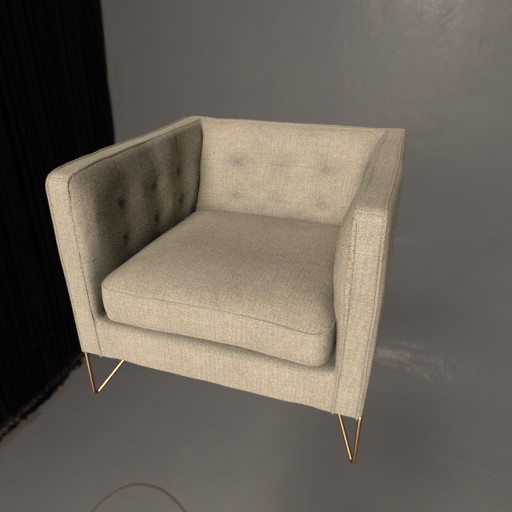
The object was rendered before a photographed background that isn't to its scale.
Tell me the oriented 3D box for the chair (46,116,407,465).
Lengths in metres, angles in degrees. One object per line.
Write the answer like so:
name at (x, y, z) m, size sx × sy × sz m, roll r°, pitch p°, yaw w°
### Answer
chair at (0.000, 0.000, 1.585) m, size 0.920 × 0.799 × 0.912 m, roll 9°, pitch 28°, yaw 17°
